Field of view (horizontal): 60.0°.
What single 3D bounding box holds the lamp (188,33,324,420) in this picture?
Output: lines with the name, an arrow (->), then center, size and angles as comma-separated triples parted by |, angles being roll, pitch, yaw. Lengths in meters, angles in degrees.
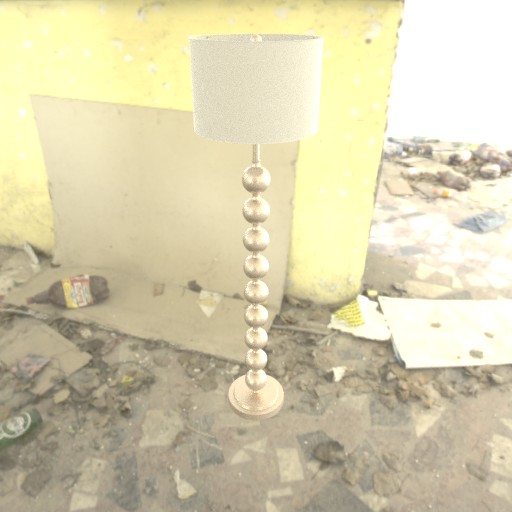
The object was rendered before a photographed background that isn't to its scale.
lamp -> 0.000, 0.000, 1.647 | 0.394, 1.474, 0.394 | 20, 35, 32
